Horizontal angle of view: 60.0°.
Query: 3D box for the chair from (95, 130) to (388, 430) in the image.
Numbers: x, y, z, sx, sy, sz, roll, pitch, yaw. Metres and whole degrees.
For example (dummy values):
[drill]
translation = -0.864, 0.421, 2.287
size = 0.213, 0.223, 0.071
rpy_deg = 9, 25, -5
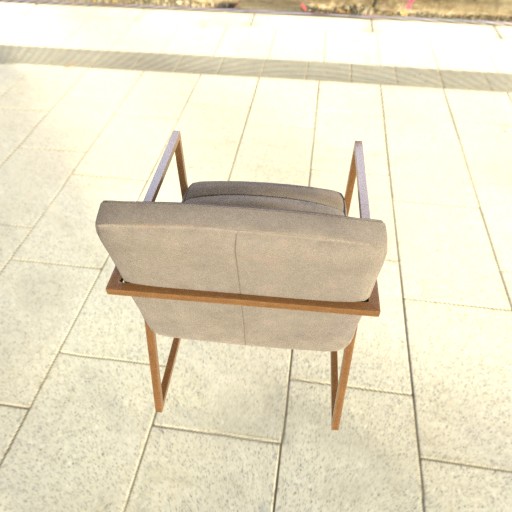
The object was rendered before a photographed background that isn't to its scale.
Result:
[chair]
translation = 0.000, 0.000, 1.290
size = 0.578, 0.843, 0.682
rpy_deg = 5, 47, 4
